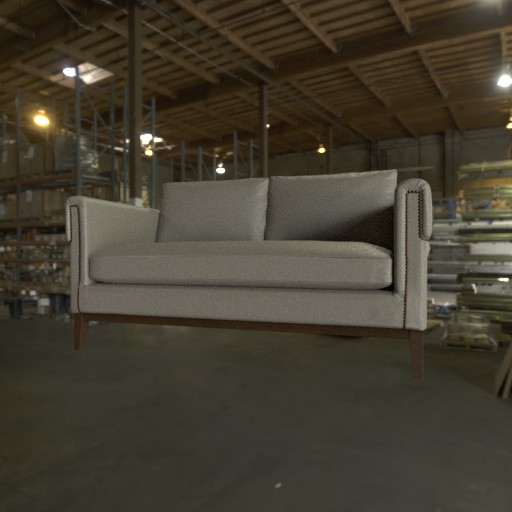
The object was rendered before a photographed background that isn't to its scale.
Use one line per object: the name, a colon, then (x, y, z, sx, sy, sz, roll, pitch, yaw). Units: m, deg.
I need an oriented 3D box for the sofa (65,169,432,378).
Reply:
sofa: (0.000, 0.000, 2.205, 1.598, 0.873, 0.899, 0, 0, 18)
